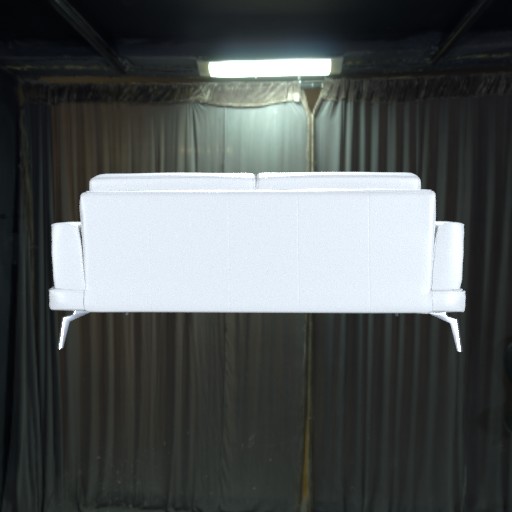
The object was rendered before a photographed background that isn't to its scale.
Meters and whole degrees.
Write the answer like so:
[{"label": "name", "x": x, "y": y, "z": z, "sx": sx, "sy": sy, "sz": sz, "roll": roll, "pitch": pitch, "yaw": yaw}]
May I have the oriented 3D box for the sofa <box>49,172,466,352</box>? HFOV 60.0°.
[{"label": "sofa", "x": 0.000, "y": 0.000, "z": 2.770, "sx": 2.177, "sy": 0.930, "sz": 1.121, "roll": 0, "pitch": 2, "yaw": 2}]
